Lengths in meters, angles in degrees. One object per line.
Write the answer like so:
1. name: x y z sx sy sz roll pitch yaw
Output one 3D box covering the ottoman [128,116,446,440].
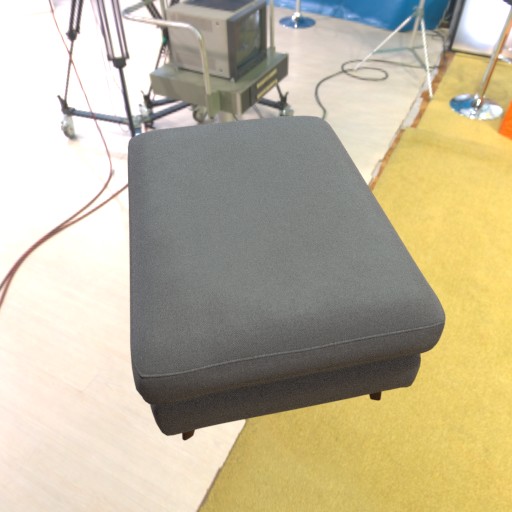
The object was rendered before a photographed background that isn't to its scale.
1. ottoman: 0.000 0.000 1.164 0.608 0.449 0.811 -9 47 -8
